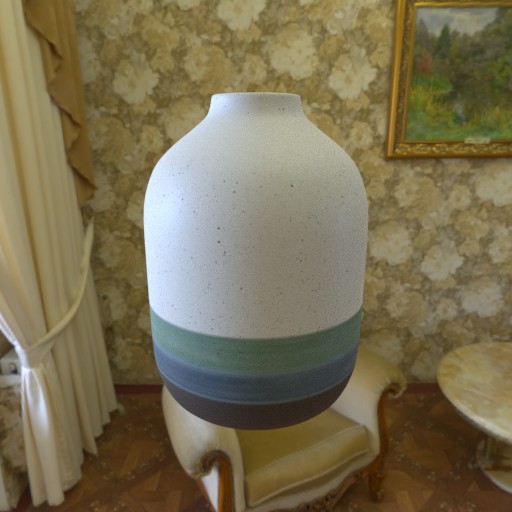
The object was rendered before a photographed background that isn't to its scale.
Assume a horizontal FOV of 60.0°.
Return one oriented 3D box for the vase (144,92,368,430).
[{"bbox_3d":[0.000,0.000,0.352,0.169,0.240,0.169,0,16,0],"label":"vase"}]
